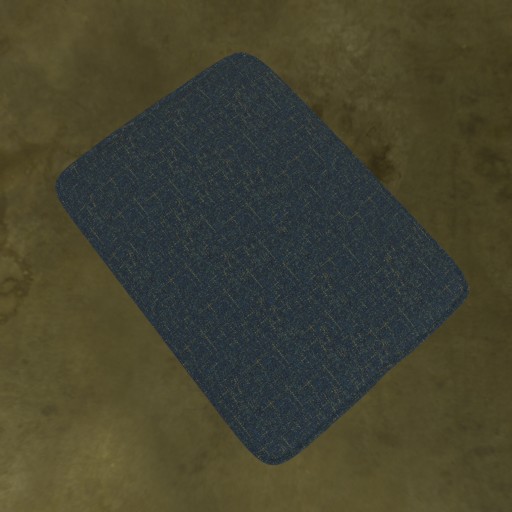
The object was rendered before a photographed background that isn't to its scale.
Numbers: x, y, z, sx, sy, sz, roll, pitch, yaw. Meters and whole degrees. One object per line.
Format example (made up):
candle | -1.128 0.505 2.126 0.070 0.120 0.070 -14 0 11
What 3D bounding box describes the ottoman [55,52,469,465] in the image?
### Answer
ottoman | 0.000 0.000 1.074 0.549 0.450 0.749 -39 79 -9
